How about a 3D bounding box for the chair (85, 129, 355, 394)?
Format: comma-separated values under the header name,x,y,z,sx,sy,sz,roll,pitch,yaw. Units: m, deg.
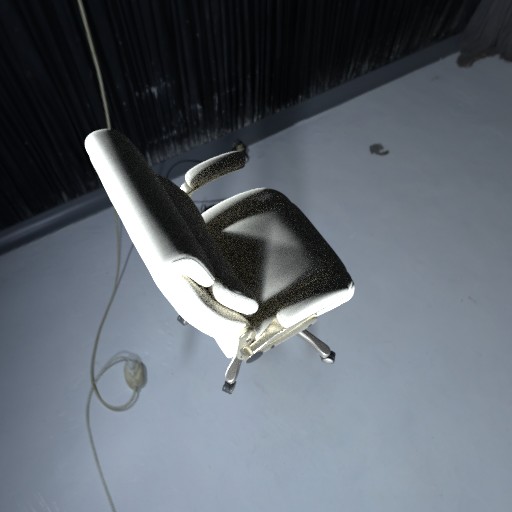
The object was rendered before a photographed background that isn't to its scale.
name,x,y,z,sx,sy,sz,roll,pitch,yaw
chair,0.000,0.000,1.612,0.794,1.110,0.740,-29,62,-17
